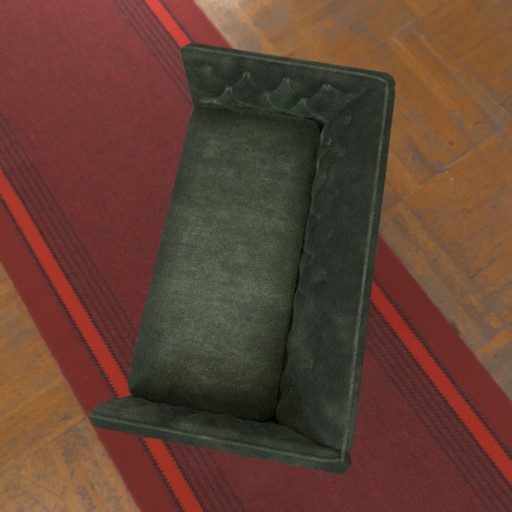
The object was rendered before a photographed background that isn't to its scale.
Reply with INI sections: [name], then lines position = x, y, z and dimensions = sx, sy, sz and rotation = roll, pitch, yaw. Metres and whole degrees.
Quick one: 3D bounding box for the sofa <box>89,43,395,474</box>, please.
[sofa]
position = 0.000, 0.000, 1.977
dimensions = 0.895, 0.768, 1.537
rotation = 10, 77, 2
